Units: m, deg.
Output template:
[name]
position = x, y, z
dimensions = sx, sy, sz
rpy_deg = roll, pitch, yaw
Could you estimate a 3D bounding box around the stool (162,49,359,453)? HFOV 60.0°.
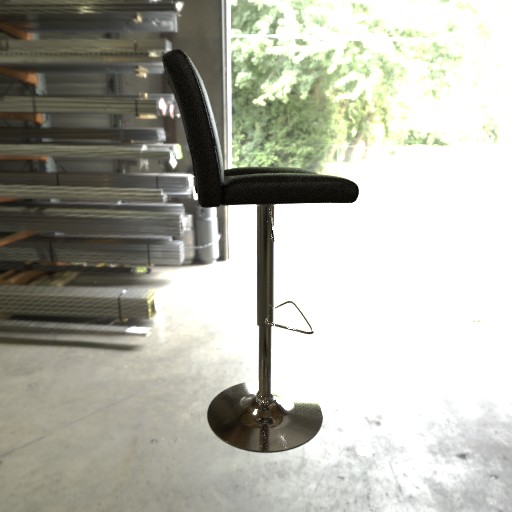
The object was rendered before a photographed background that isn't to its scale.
[stool]
position = 0.000, 0.000, 1.415
dimensions = 0.520, 1.151, 0.415
rpy_deg = -2, 15, -9
